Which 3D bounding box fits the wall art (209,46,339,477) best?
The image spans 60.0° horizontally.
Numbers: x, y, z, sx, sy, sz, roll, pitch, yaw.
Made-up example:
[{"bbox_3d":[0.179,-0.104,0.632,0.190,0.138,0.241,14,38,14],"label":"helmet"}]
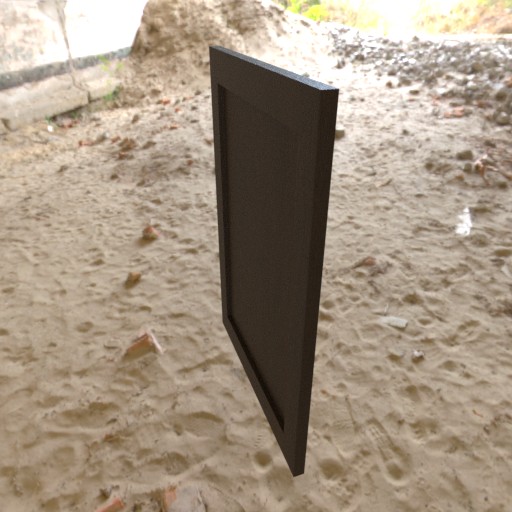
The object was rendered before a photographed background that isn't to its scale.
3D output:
[{"bbox_3d":[0.000,0.000,0.634,0.017,0.513,0.359,-10,32,-17],"label":"wall art"}]
